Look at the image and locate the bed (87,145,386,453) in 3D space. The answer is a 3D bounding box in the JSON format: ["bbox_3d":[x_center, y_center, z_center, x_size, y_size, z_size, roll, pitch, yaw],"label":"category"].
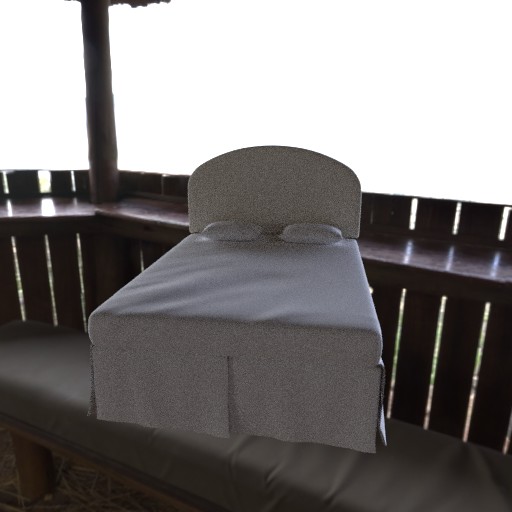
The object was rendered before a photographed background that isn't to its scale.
[{"bbox_3d":[0.000,0.000,3.046,1.607,1.410,2.005,2,16,8],"label":"bed"}]
